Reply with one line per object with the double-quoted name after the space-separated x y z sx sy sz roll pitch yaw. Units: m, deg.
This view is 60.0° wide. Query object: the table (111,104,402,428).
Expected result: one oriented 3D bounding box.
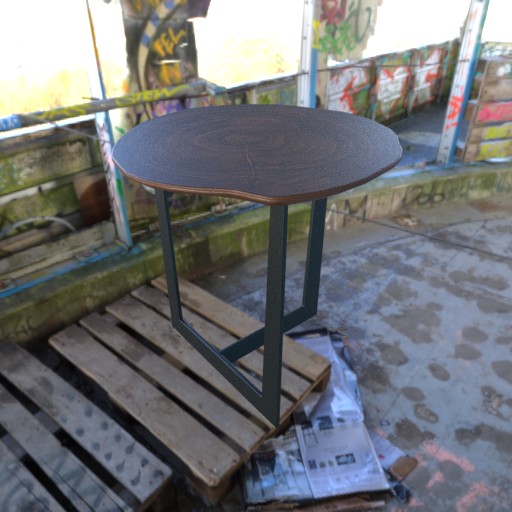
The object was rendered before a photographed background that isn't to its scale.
0.000 0.000 0.876 0.477 0.476 0.494 23 38 33 "table"
